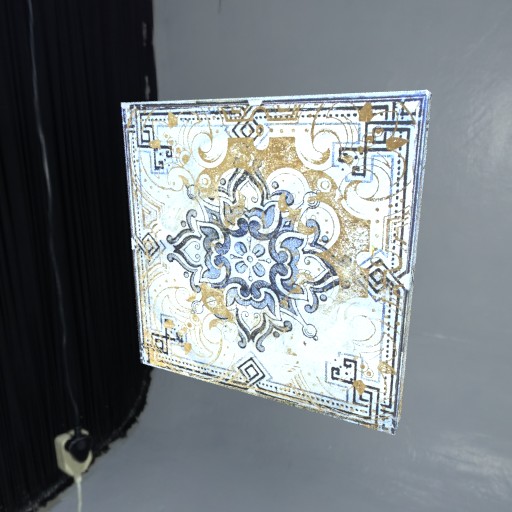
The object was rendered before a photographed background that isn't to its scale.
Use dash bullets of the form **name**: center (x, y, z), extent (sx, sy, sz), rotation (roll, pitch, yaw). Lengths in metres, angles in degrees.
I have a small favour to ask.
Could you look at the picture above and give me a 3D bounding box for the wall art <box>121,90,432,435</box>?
- **wall art**: center (0.000, 0.000, 0.610), extent (0.411, 0.410, 0.038), rotation (8, 17, 26)
